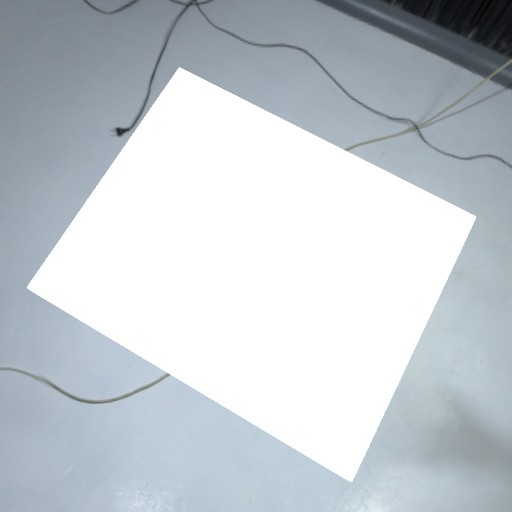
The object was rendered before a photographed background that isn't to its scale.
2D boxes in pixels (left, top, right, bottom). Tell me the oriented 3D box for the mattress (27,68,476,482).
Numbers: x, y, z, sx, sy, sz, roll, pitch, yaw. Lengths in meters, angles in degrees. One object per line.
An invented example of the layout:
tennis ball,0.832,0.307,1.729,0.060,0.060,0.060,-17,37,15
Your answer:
mattress,0.000,0.000,2.587,2.000,0.230,1.600,29,78,7
